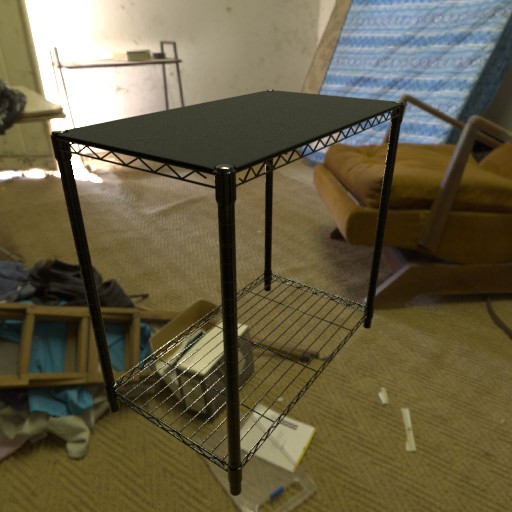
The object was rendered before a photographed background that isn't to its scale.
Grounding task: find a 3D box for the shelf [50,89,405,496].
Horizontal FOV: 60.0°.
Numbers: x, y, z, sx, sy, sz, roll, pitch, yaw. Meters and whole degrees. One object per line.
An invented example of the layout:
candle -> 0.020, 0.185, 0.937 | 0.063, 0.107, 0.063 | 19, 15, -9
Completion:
shelf -> 0.000, 0.000, 0.908 | 0.338, 0.564, 0.589 | 18, 33, 31
